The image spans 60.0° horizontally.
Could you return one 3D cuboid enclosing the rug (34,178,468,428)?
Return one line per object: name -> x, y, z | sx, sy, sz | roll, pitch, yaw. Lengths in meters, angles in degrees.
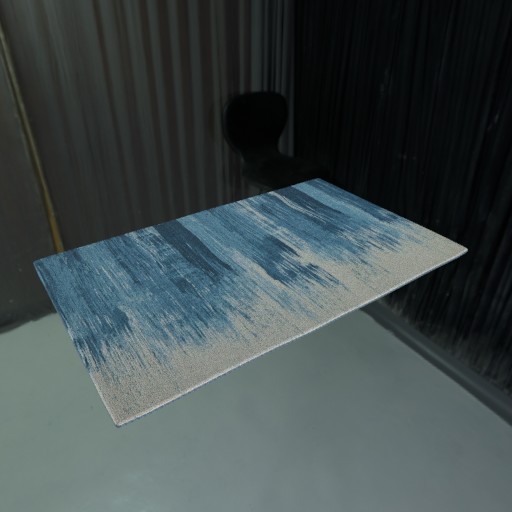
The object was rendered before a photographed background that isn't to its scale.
rug -> 0.000, 0.000, 2.914 | 2.450, 0.027, 1.540 | -20, 37, -29
